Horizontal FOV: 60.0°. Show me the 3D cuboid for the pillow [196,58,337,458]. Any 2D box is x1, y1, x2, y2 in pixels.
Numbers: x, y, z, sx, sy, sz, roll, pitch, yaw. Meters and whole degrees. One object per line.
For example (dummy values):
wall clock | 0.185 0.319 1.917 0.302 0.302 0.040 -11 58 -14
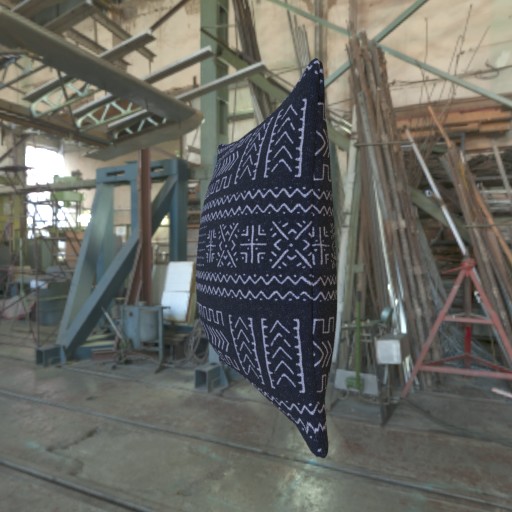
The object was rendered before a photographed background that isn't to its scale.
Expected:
pillow | 0.000 0.000 0.665 0.164 0.430 0.438 0 1 -18
